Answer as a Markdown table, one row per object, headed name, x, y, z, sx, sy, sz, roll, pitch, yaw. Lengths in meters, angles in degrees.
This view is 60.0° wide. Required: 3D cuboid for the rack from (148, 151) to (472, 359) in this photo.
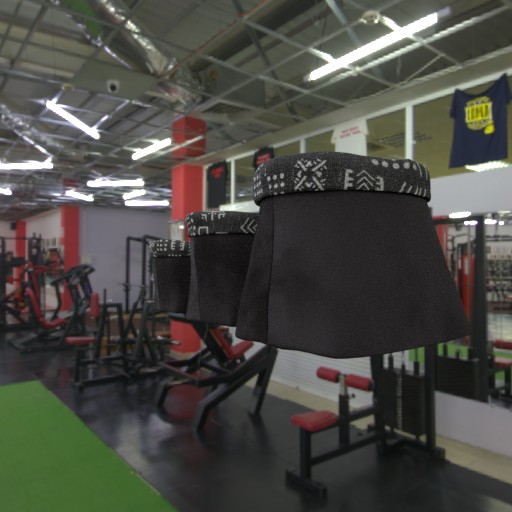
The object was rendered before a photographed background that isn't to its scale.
| name | x | y | z | sx | sy | sz | roll | pitch | yaw |
| --- | --- | --- | --- | --- | --- | --- | --- | --- | --- |
| rack | 0.000 | 0.000 | 1.080 | 0.379 | 0.323 | 0.905 | 1 | -1 | -36 |
